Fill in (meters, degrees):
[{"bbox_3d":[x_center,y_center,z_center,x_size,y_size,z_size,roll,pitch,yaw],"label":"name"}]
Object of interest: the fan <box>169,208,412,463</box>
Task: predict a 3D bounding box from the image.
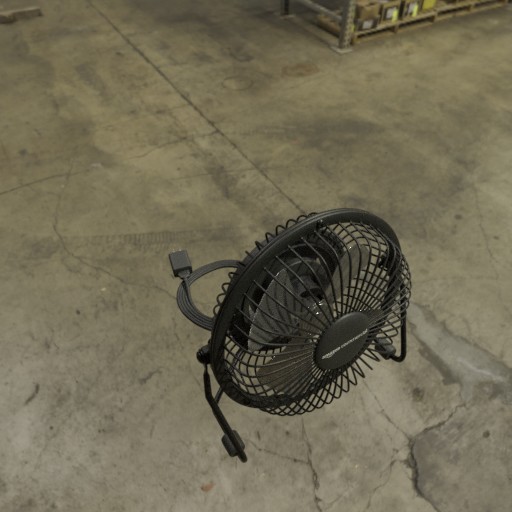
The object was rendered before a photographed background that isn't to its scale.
[{"bbox_3d":[0.000,0.000,0.309,0.153,0.152,0.202,-24,52,-21],"label":"fan"}]
